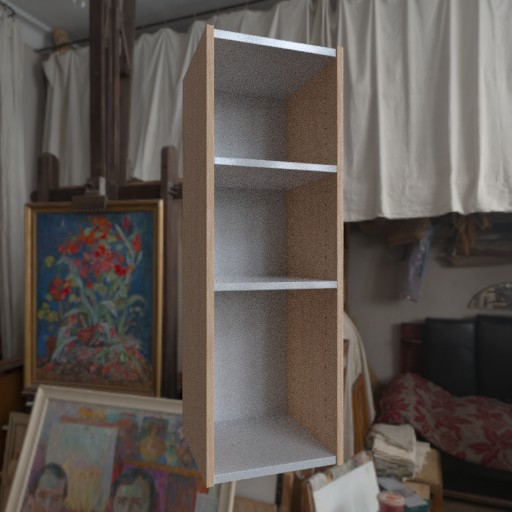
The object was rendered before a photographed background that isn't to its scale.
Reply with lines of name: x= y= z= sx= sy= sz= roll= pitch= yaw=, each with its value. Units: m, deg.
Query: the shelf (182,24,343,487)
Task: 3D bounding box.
shelf: x=0.000 y=0.000 z=1.045 sx=0.300 sy=0.900 sz=0.290 roll=0 pitch=0 yaw=-19
